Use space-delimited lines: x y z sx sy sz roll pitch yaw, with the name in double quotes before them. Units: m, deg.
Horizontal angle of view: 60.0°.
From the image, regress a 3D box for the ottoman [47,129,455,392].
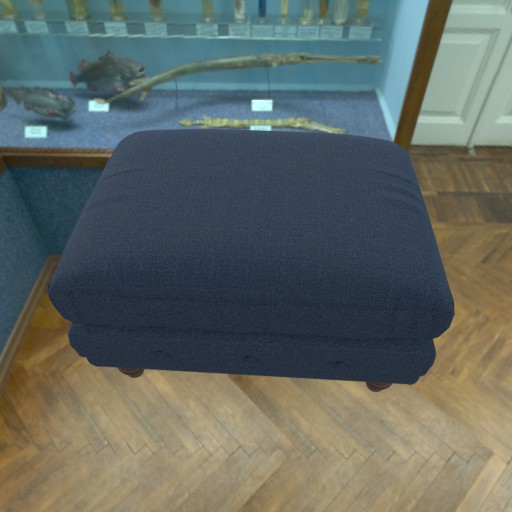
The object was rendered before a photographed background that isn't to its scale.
"ottoman" 0.000 0.000 1.100 0.767 0.486 0.558 3 47 2
